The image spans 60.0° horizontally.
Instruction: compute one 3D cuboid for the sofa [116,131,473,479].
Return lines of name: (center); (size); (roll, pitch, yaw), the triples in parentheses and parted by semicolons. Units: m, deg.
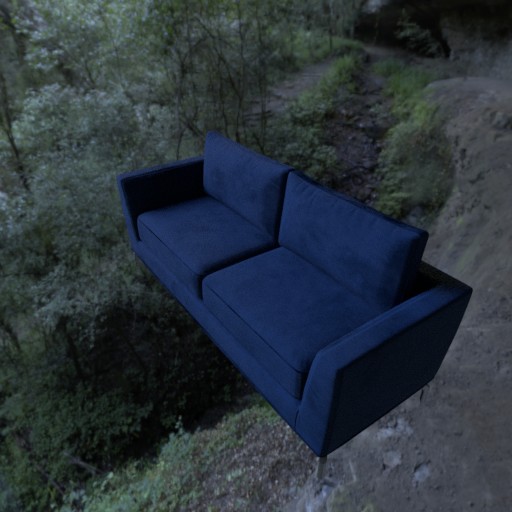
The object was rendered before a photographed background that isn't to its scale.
sofa: (0.000, 0.000, 2.664); (0.853, 0.998, 2.212); (-21, 38, -29)
